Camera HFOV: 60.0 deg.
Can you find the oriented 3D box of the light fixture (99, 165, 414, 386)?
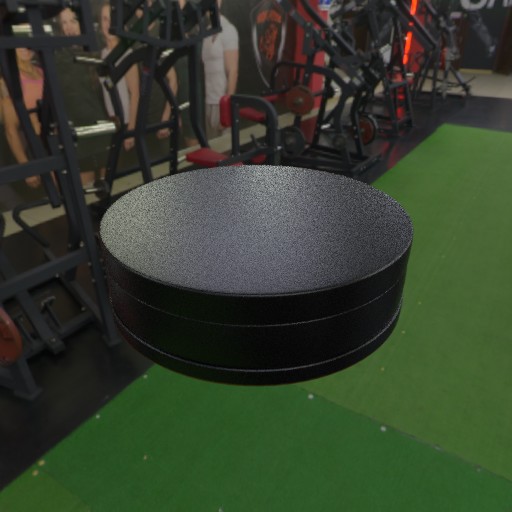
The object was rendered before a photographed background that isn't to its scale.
[{"bbox_3d":[0.000,0.000,0.435,0.283,0.097,0.283,0,29,0],"label":"light fixture"}]
